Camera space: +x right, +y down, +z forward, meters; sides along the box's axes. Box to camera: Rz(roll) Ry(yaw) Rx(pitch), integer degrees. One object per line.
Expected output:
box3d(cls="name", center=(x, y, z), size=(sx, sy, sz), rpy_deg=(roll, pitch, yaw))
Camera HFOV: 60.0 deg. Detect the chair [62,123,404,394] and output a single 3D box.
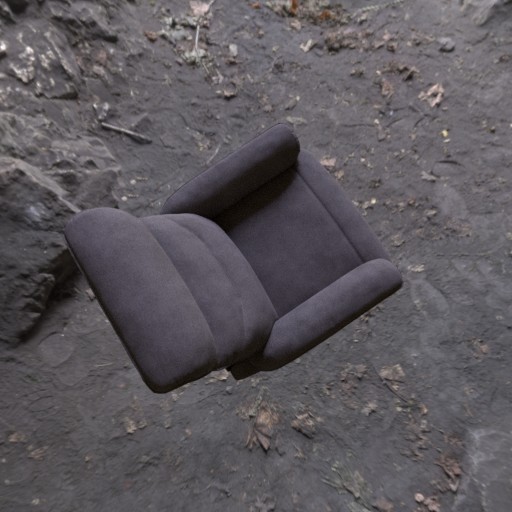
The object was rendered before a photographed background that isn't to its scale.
box3d(cls="chair", center=(0.000, 0.000, 1.742), size=(1.009, 1.036, 0.830), rpy_deg=(-32, 78, -8))
